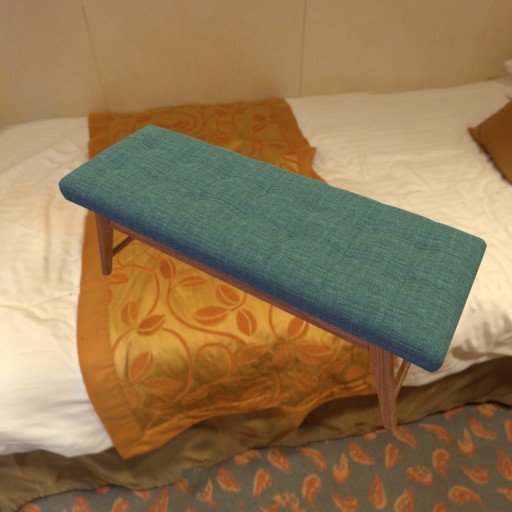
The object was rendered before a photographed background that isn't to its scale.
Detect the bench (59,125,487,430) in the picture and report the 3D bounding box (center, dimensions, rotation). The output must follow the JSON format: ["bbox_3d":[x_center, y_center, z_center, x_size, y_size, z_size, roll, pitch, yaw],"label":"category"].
[{"bbox_3d":[0.000,0.000,1.314,1.118,0.432,0.406,24,49,22],"label":"bench"}]
